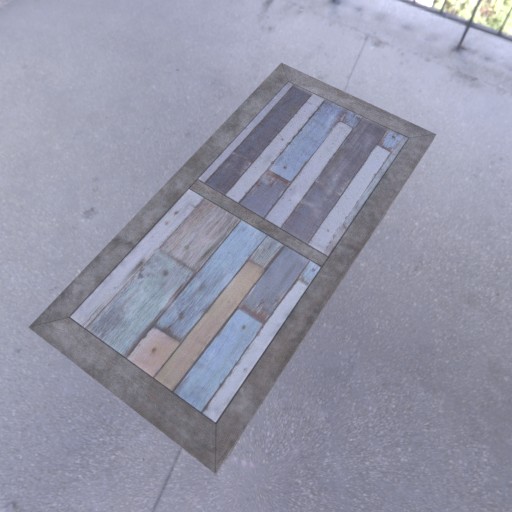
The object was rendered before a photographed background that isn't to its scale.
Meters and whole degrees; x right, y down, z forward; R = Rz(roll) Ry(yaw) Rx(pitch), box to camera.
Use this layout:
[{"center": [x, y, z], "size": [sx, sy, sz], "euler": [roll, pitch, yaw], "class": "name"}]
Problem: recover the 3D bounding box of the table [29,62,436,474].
[{"center": [0.000, 0.000, 1.519], "size": [0.610, 0.470, 1.219], "euler": [31, 67, 15], "class": "table"}]
